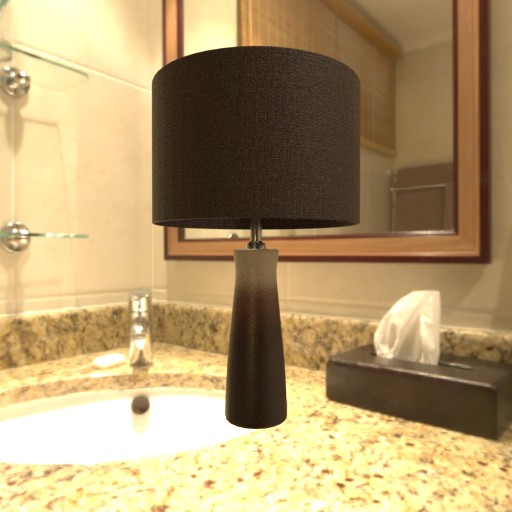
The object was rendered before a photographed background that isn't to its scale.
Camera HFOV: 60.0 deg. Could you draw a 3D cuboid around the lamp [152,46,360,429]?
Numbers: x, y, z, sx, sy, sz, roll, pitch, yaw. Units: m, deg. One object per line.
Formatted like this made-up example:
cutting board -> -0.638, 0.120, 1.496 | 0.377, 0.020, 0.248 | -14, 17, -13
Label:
lamp -> 0.000, 0.000, 0.664 | 0.303, 0.488, 0.303 | 0, 1, 0
